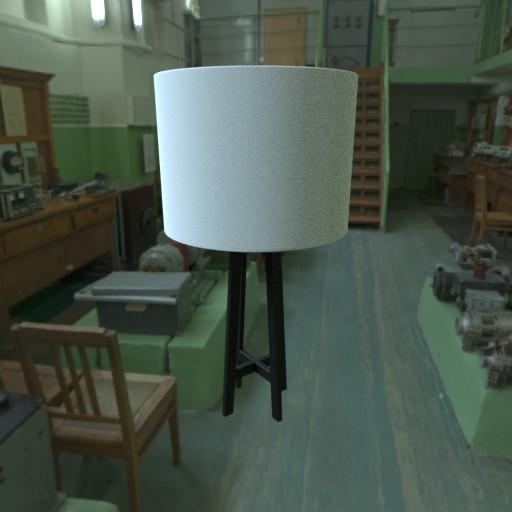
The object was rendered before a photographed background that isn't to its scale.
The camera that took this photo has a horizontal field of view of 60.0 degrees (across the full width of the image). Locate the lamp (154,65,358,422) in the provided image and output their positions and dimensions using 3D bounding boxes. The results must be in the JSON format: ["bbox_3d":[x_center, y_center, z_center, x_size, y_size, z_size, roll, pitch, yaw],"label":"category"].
[{"bbox_3d":[0.000,0.000,0.642,0.257,0.489,0.257,3,17,8],"label":"lamp"}]
